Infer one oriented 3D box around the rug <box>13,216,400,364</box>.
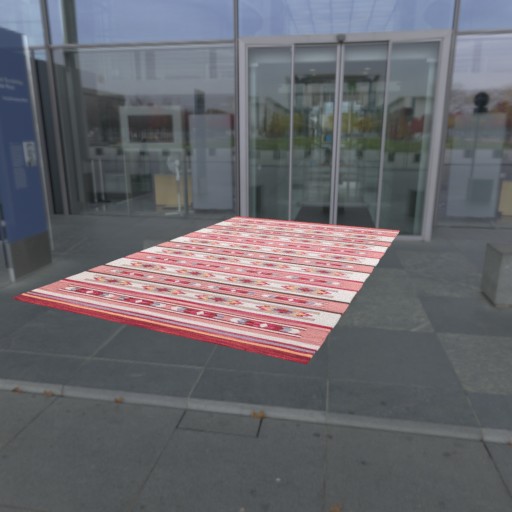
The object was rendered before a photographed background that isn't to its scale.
[{"bbox_3d":[0.000,0.000,2.943,1.535,0.010,2.431,7,17,24],"label":"rug"}]
